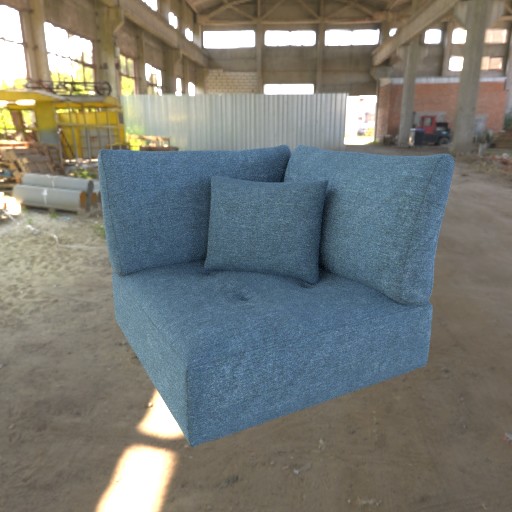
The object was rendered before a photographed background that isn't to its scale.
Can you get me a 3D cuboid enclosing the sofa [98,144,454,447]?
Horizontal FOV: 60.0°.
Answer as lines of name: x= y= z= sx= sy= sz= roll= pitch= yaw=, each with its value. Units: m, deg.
sofa: x=0.000 y=0.000 z=1.758 sx=1.000 sy=0.820 sz=1.000 roll=-9 pitch=18 yaw=-28
